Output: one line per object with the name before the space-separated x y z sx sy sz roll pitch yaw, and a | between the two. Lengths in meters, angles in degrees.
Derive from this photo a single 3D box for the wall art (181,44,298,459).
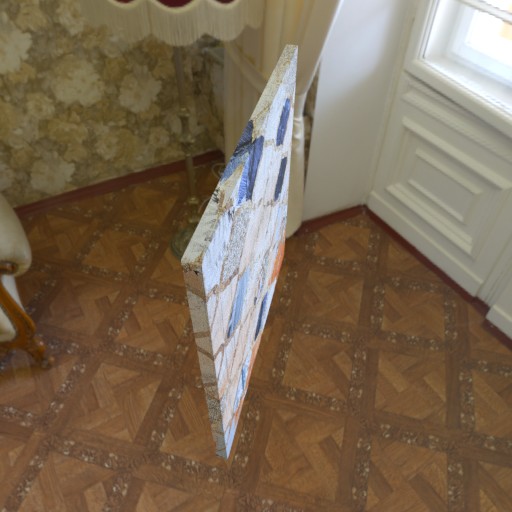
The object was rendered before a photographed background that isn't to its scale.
wall art | 0.000 0.000 1.357 0.039 0.914 0.912 10 48 9
